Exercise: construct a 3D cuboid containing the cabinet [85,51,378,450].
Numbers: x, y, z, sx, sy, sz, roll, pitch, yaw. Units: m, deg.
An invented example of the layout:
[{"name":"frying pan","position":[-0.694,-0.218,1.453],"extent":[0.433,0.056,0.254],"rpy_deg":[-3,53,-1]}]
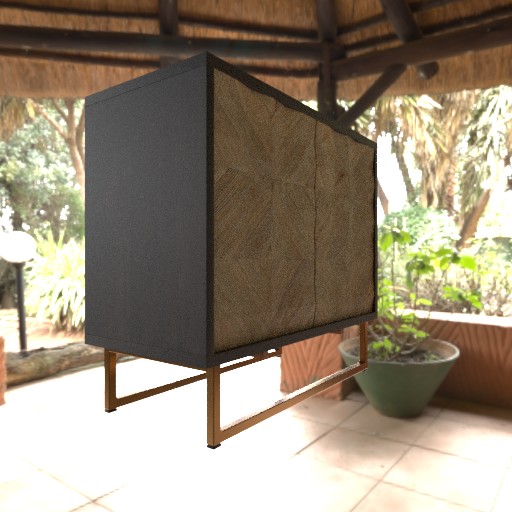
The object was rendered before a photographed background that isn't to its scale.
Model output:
[{"name":"cabinet","position":[0.000,0.000,1.446],"extent":[0.451,0.860,0.950],"rpy_deg":[0,0,37]}]
